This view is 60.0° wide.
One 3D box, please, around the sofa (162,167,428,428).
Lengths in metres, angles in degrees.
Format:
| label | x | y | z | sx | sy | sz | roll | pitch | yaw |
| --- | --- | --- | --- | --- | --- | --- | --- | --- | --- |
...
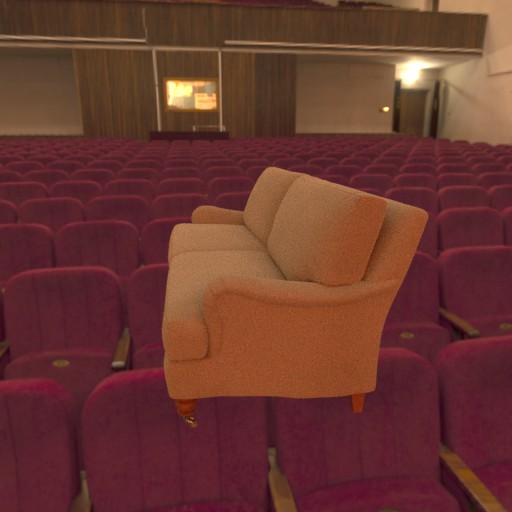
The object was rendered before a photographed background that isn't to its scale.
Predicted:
| label | x | y | z | sx | sy | sz | roll | pitch | yaw |
| --- | --- | --- | --- | --- | --- | --- | --- | --- | --- |
| sofa | 0.000 | 0.000 | 2.735 | 1.091 | 0.997 | 2.070 | -2 | 15 | -9 |
